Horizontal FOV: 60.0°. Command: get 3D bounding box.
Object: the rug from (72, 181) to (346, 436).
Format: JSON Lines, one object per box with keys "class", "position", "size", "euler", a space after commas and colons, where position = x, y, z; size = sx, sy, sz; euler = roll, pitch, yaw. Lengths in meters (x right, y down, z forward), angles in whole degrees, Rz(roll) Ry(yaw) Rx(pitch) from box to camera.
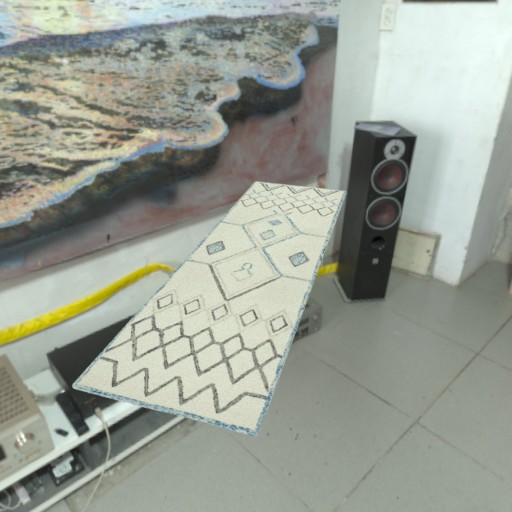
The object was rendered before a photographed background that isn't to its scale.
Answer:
{"class": "rug", "position": [0.000, 0.000, 2.658], "size": [0.770, 0.013, 2.434], "euler": [9, 31, 15]}
